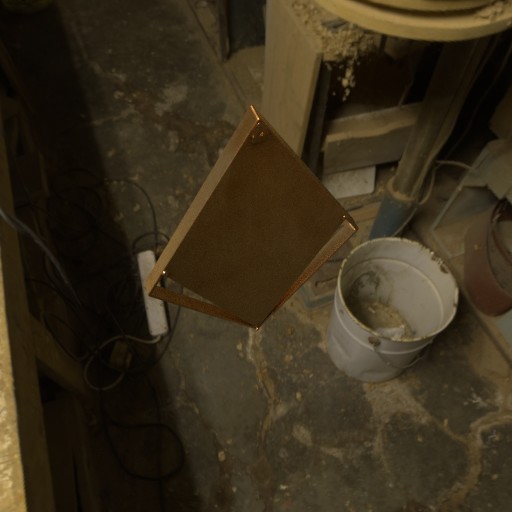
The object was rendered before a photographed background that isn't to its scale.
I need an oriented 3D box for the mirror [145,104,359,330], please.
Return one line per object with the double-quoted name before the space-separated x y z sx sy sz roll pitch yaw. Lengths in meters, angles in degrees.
"mirror" 0.000 0.000 0.834 0.419 0.679 0.032 -17 60 -10
